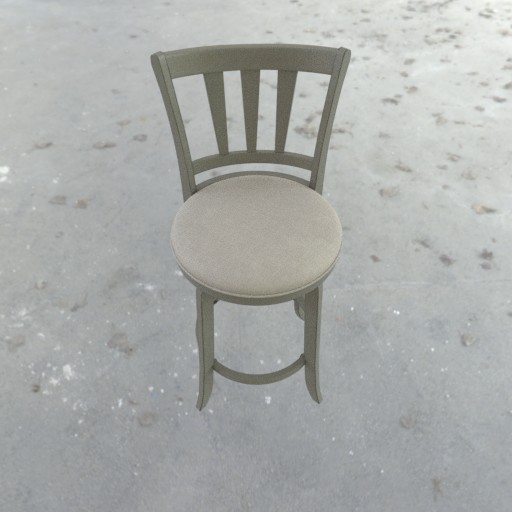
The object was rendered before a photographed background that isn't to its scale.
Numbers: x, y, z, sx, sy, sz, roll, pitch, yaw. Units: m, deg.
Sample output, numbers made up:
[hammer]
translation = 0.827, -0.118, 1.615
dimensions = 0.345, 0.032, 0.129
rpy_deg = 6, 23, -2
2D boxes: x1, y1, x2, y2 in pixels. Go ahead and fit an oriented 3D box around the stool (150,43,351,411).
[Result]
[stool]
translation = 0.000, 0.000, 1.233
dimensions = 0.450, 0.994, 0.486
rpy_deg = -3, 46, -2
